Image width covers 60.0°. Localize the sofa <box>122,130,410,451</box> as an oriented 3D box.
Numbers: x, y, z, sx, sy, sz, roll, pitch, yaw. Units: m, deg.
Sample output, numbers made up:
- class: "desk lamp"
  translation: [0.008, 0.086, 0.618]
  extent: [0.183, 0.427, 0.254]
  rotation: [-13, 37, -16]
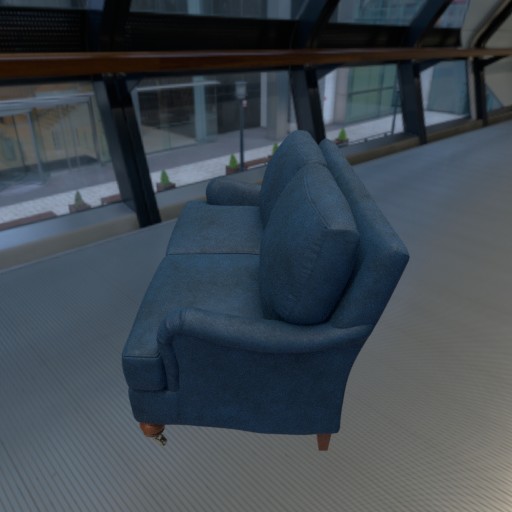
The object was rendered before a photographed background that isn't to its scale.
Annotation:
- class: "sofa"
  translation: [0.000, 0.000, 2.511]
  extent: [1.084, 1.101, 1.853]
  rotation: [0, 27, 0]
